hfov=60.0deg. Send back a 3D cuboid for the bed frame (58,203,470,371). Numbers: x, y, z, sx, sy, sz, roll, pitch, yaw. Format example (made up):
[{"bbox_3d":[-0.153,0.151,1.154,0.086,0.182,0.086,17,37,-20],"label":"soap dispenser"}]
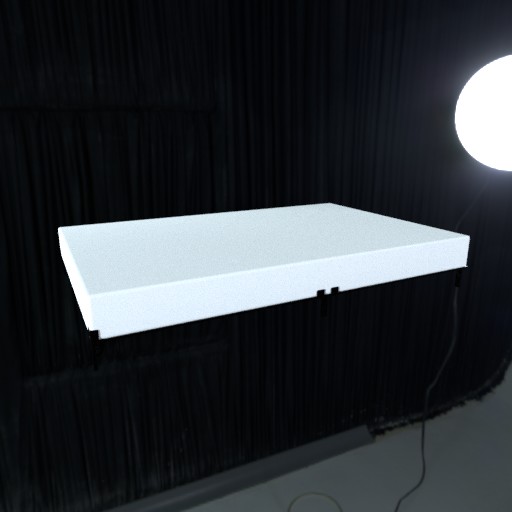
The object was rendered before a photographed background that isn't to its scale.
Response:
[{"bbox_3d":[0.000,0.000,3.846,2.987,0.440,1.930,-8,18,-26],"label":"bed frame"}]
